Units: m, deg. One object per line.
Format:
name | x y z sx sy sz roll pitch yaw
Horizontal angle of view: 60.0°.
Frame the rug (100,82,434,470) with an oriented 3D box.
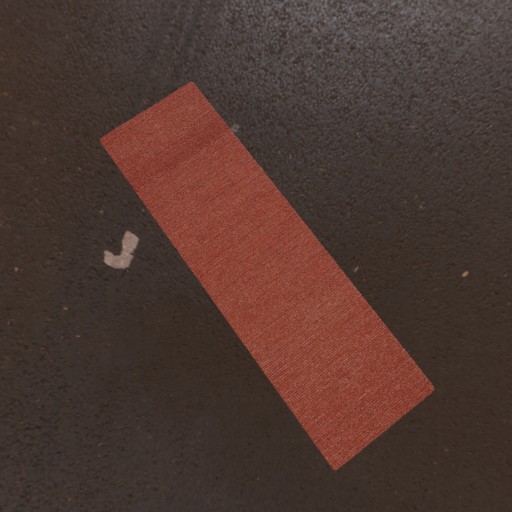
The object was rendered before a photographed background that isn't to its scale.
rug | 0.000 0.000 2.529 0.687 0.012 2.307 -35 79 -8
